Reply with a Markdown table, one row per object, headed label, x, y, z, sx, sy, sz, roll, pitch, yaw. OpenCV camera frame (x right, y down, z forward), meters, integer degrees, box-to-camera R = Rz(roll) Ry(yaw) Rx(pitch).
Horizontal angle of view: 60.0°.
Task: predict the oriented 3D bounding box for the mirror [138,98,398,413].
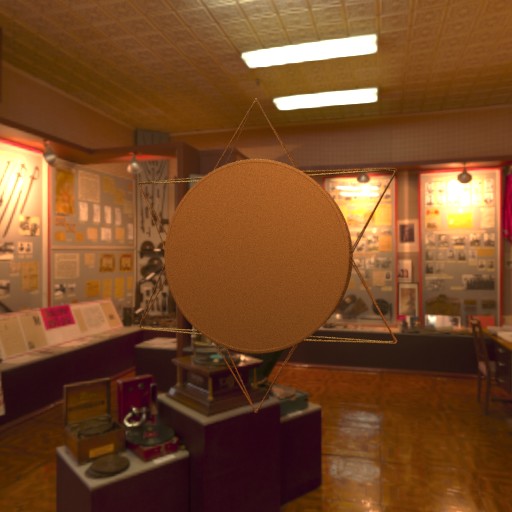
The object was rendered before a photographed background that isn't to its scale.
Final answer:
| label | x | y | z | sx | sy | sz | roll | pitch | yaw |
| --- | --- | --- | --- | --- | --- | --- | --- | --- | --- |
| mirror | 0.000 | 0.000 | 0.819 | 0.498 | 0.581 | 0.062 | 0 | 0 | 18 |
